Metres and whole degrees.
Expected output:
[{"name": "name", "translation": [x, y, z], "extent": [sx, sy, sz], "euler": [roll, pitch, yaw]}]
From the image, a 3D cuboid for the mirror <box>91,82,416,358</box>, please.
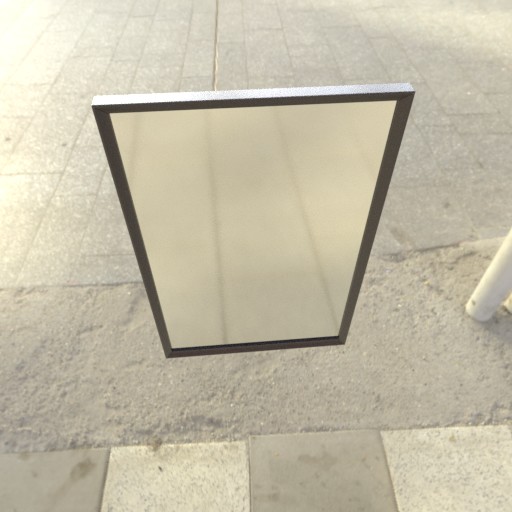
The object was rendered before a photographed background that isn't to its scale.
[{"name": "mirror", "translation": [0.000, 0.000, 1.179], "extent": [0.609, 0.915, 0.041], "euler": [-4, 48, -3]}]
